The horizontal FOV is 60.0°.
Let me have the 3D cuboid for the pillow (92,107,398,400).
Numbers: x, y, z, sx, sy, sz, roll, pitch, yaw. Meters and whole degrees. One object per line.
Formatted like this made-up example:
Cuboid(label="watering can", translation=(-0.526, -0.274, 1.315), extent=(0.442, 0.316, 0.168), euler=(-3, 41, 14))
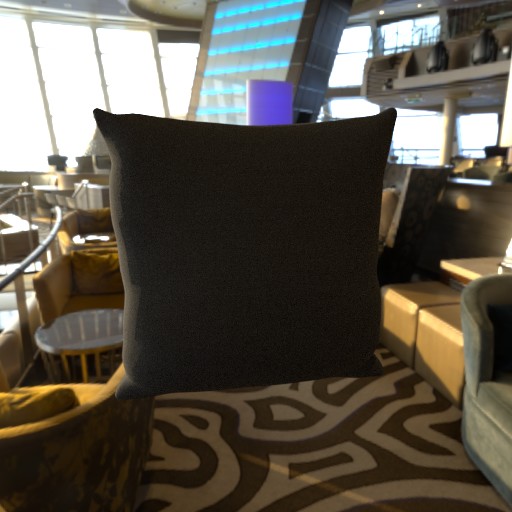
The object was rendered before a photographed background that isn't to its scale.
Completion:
Cuboid(label="pillow", translation=(0.000, 0.000, 0.768), extent=(0.503, 0.496, 0.208), euler=(-2, 14, -10))
